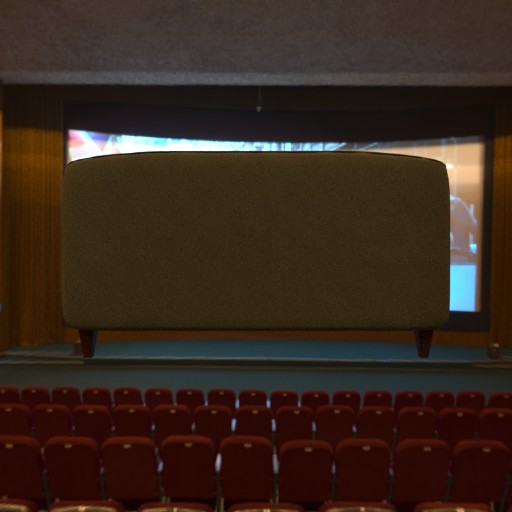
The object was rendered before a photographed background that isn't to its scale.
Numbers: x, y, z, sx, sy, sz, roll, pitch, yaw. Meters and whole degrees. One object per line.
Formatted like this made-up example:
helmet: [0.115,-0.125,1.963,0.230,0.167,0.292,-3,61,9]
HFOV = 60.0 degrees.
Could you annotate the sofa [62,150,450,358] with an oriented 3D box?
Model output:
sofa: [0.000,0.000,2.228,1.733,0.855,0.941,0,0,0]
